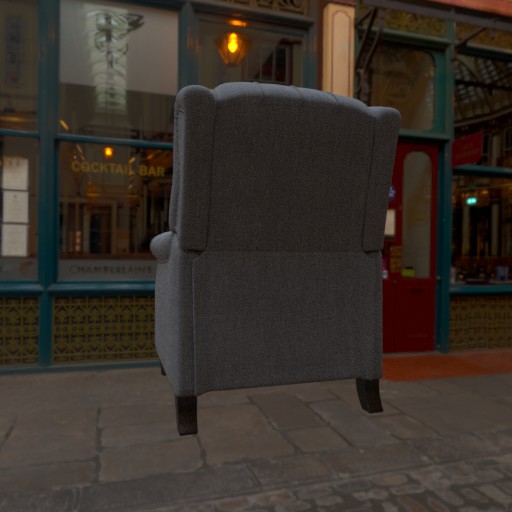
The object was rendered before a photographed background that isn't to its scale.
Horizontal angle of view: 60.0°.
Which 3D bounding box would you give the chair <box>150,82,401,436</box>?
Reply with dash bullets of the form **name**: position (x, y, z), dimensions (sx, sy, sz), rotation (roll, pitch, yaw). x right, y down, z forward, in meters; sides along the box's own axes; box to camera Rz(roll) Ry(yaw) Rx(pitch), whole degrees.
- **chair**: position (0.000, 0.000, 1.680), dimensions (0.742, 1.035, 0.898), rotation (0, 0, -17)
